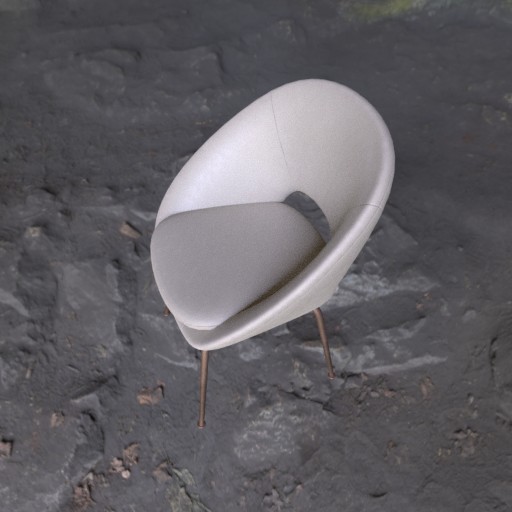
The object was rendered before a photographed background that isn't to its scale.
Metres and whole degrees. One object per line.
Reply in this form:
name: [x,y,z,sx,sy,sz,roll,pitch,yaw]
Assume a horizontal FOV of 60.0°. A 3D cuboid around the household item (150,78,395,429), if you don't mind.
household item: [0.000,0.000,1.261,0.573,0.852,0.623,-16,49,-14]
